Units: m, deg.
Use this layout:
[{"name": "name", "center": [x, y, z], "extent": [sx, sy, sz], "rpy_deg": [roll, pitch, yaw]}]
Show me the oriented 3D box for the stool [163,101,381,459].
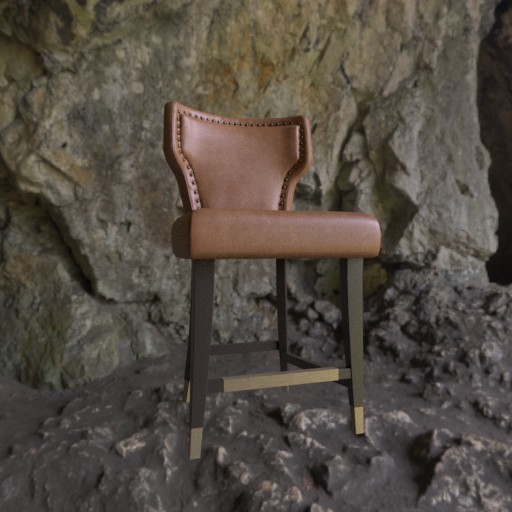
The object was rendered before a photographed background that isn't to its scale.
[{"name": "stool", "center": [0.000, 0.000, 1.347], "extent": [0.526, 0.982, 0.563], "rpy_deg": [0, 1, -19]}]
